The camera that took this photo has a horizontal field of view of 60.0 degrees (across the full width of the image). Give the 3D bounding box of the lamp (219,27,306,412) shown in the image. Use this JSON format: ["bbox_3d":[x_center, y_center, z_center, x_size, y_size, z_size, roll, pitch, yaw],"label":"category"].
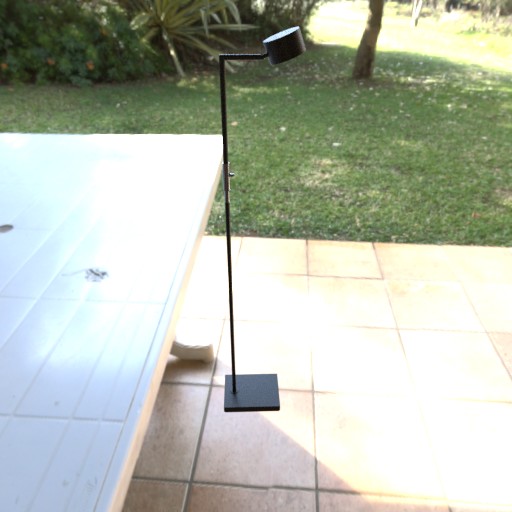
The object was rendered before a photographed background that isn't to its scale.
[{"bbox_3d":[0.000,0.000,1.738,0.304,1.600,0.203,-1,32,-1],"label":"lamp"}]
